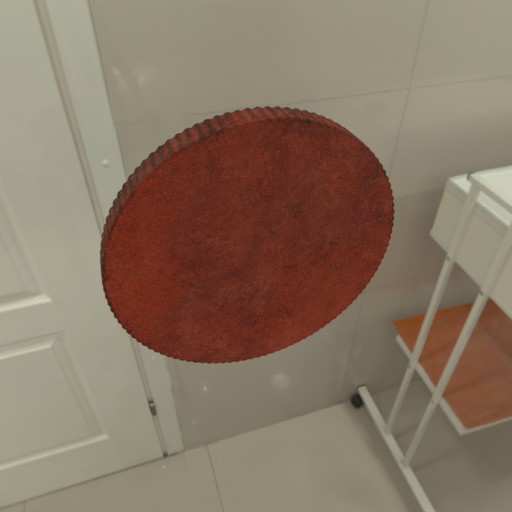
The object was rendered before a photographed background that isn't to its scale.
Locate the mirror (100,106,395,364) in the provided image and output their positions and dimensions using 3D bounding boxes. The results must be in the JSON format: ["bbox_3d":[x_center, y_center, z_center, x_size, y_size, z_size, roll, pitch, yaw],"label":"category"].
[{"bbox_3d":[0.000,0.000,0.918,0.609,0.609,0.056,-12,41,-14],"label":"mirror"}]
